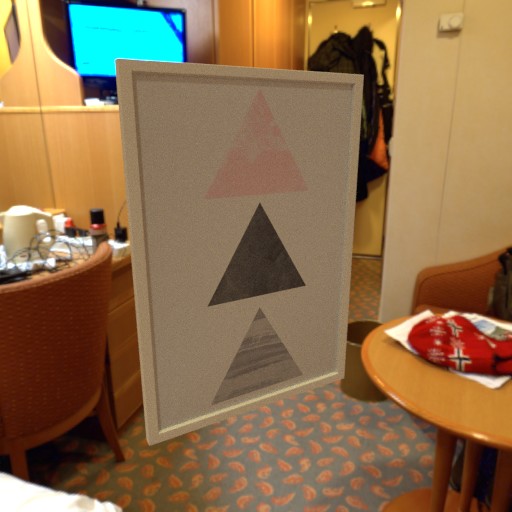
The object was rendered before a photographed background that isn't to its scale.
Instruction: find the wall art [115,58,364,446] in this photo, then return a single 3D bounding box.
[{"bbox_3d":[0.000,0.000,0.552,0.303,0.433,0.013,-9,19,-28],"label":"wall art"}]
